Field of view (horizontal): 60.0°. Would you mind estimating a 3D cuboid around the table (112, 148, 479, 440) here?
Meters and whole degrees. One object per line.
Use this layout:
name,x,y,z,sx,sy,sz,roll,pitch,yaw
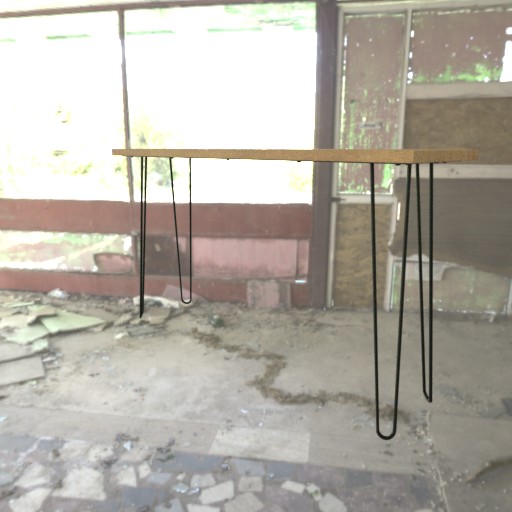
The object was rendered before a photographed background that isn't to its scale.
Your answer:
table,0.000,0.000,1.703,1.400,0.799,0.399,13,19,43
